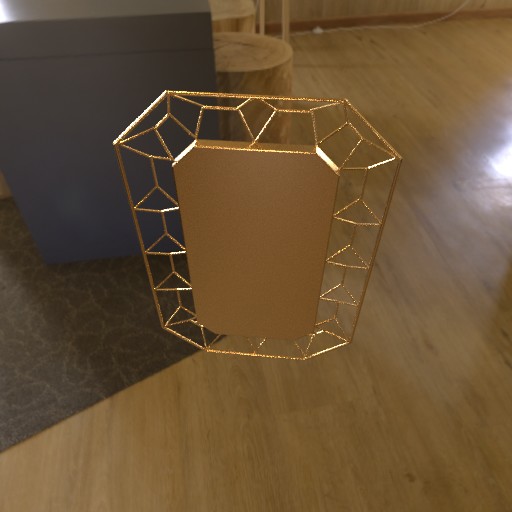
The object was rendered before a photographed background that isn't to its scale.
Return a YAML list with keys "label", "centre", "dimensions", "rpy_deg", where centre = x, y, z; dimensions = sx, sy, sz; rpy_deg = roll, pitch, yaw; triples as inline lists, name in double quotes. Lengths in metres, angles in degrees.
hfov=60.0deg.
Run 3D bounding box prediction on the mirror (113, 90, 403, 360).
- label: "mirror"
  centre: [0.000, 0.000, 1.115]
  dimensions: [0.572, 0.870, 0.051]
  rpy_deg: [4, 46, 4]
